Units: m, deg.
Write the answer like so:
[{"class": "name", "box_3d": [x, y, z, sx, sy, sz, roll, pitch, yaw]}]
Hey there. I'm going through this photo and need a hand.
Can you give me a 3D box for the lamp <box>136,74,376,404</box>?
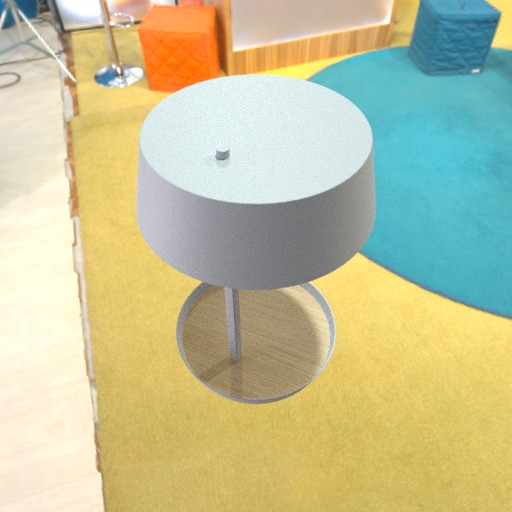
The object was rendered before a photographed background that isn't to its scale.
[{"class": "lamp", "box_3d": [0.000, 0.000, 0.628, 0.291, 0.429, 0.291, 0, 48, 0]}]
